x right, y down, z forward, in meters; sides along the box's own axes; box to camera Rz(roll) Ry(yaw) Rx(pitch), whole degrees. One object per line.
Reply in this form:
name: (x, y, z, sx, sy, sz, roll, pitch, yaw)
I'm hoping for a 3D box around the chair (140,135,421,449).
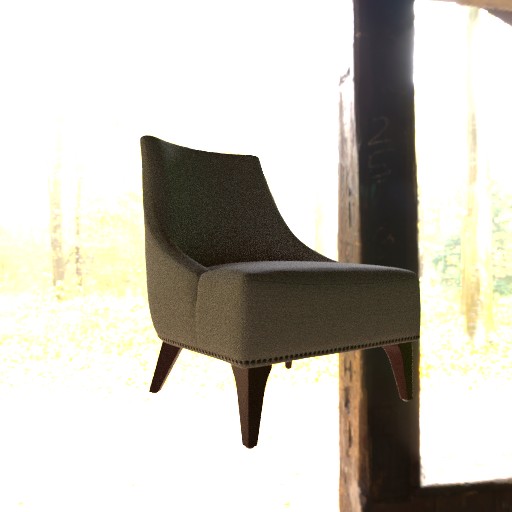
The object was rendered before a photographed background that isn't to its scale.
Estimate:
chair: (0.000, 0.000, 1.517, 0.701, 0.909, 0.861, 1, -2, -37)
